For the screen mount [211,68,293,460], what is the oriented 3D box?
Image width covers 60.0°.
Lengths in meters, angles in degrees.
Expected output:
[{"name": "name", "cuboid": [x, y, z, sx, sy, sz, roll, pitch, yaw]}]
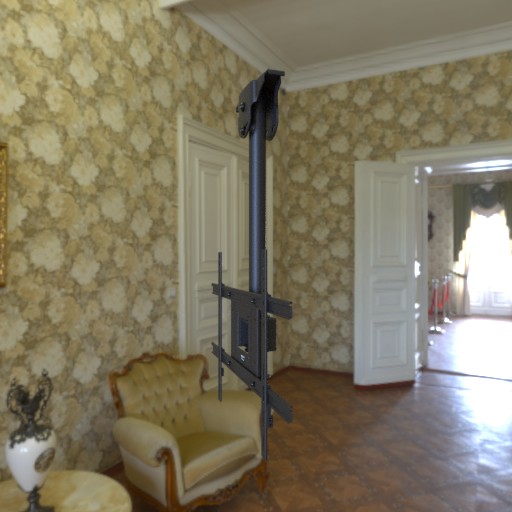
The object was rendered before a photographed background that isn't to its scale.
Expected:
[{"name": "screen mount", "cuboid": [0.000, 0.000, 1.036, 0.090, 0.775, 0.595, 0, 0, -18]}]
